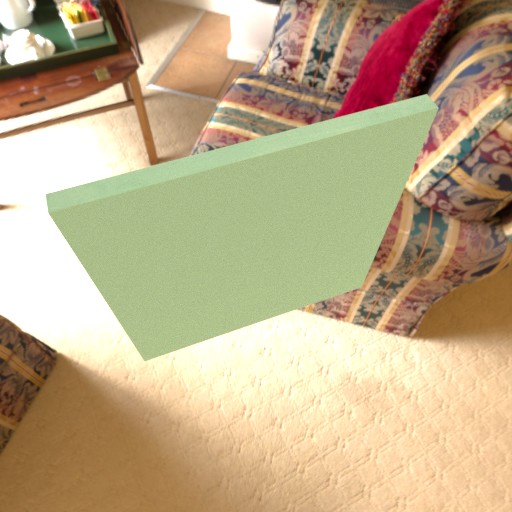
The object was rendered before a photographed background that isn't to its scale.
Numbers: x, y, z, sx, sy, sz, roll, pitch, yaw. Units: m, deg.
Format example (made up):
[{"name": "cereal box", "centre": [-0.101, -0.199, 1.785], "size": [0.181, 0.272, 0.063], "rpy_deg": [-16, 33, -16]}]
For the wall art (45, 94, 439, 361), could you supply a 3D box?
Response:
[{"name": "wall art", "centre": [0.000, 0.000, 0.908], "size": [0.603, 0.603, 0.036], "rpy_deg": [-17, 60, -11]}]
